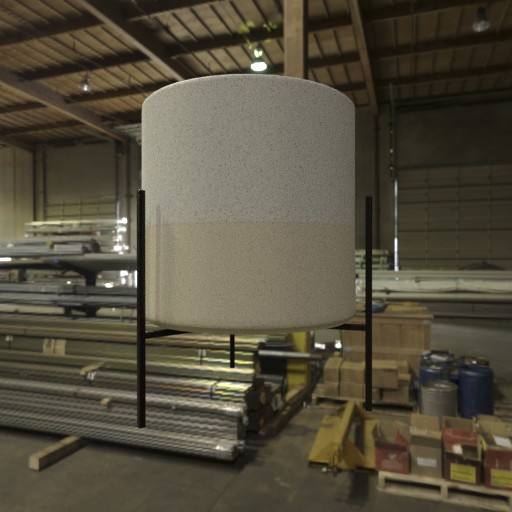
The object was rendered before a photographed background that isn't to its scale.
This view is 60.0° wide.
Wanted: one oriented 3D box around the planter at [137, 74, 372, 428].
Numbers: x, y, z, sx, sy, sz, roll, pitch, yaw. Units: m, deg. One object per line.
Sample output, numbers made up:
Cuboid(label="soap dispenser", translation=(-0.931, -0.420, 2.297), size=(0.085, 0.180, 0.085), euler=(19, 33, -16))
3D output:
Cuboid(label="planter", translation=(0.000, 0.000, 0.659), size=(0.335, 0.423, 0.313), euler=(0, 0, 18))
